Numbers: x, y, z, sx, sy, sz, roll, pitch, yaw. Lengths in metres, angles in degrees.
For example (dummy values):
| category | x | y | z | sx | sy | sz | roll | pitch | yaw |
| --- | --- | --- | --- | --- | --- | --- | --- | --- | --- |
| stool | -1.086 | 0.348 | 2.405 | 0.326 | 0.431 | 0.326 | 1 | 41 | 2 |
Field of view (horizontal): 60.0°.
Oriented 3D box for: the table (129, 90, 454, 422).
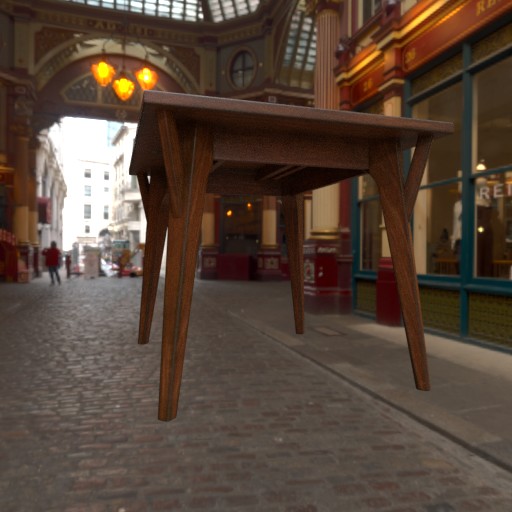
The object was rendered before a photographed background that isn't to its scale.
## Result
| category | x | y | z | sx | sy | sz | roll | pitch | yaw |
| --- | --- | --- | --- | --- | --- | --- | --- | --- | --- |
| table | 0.000 | 0.000 | 1.580 | 0.838 | 0.761 | 0.991 | 0 | 1 | -18 |
